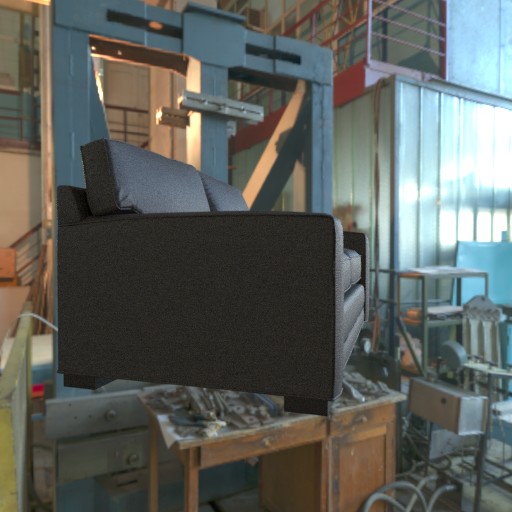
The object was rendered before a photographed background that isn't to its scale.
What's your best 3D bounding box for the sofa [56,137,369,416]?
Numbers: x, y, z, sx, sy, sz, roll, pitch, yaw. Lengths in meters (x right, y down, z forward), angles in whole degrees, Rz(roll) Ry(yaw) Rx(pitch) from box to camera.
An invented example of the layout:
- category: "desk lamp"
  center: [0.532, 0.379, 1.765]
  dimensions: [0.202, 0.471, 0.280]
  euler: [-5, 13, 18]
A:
- category: "sofa"
  center: [0.000, 0.000, 2.108]
  dimensions: [0.974, 0.887, 1.534]
  euler: [0, 1, 17]
